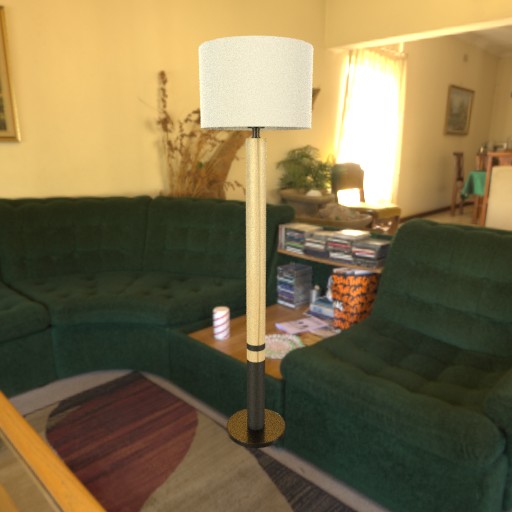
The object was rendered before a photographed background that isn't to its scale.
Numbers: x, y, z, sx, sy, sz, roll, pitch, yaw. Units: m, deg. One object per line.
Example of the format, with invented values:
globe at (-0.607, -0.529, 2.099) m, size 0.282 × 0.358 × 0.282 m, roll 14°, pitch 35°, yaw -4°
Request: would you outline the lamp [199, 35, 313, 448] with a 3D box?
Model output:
lamp at (0.000, 0.000, 1.659) m, size 0.381 × 1.478 × 0.381 m, roll 7°, pitch 16°, yaw 26°
